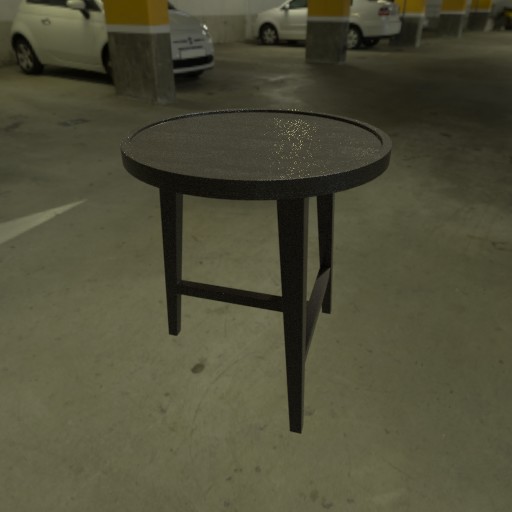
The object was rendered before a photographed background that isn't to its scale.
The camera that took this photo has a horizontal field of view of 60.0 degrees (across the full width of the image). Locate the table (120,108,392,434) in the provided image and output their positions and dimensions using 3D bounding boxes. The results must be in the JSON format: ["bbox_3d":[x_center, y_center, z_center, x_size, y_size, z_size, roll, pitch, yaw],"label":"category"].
[{"bbox_3d":[0.000,0.000,0.973,0.500,0.531,0.500,0,30,0],"label":"table"}]
